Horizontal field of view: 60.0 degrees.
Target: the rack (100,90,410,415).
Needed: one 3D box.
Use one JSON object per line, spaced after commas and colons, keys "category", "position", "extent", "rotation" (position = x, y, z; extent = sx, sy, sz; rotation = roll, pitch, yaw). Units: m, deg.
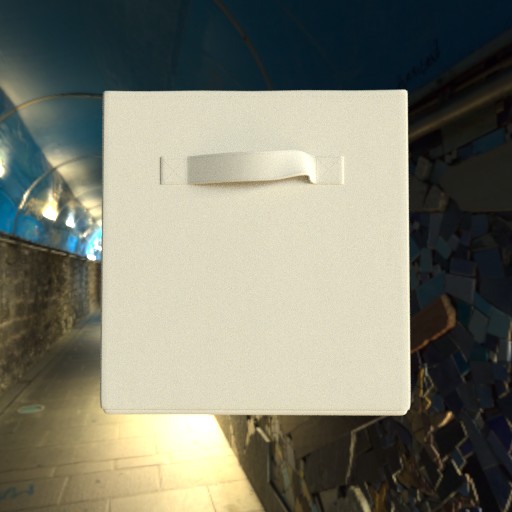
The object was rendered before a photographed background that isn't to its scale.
{"category": "rack", "position": [0.000, 0.000, 0.497], "extent": [0.270, 0.280, 0.270], "rotation": [0, -2, 1]}
